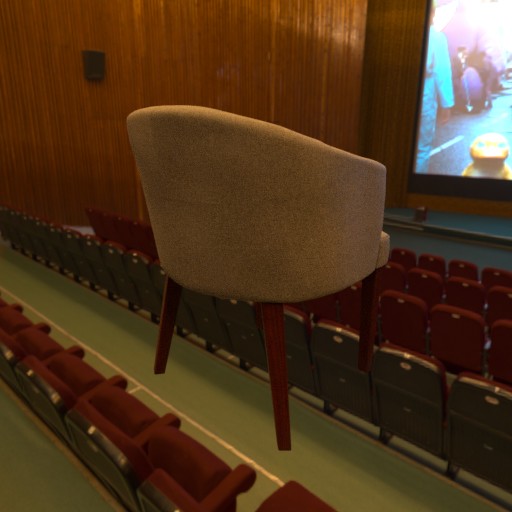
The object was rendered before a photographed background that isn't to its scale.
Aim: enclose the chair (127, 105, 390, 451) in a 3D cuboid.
[{"bbox_3d":[0.000,0.000,1.282,0.583,0.811,0.655,15,23,40],"label":"chair"}]
